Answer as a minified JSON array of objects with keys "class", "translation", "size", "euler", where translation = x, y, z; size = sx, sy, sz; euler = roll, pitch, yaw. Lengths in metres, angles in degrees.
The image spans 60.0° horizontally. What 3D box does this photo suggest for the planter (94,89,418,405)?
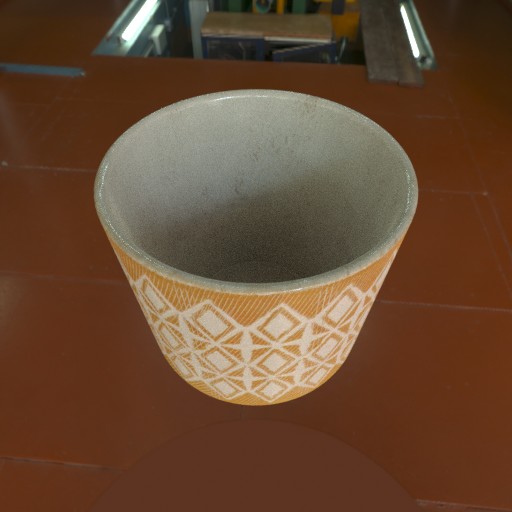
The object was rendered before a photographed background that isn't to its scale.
[{"class":"planter","translation":[0.000,0.000,0.332],"size":[0.193,0.165,0.193],"euler":[0,48,0]}]
